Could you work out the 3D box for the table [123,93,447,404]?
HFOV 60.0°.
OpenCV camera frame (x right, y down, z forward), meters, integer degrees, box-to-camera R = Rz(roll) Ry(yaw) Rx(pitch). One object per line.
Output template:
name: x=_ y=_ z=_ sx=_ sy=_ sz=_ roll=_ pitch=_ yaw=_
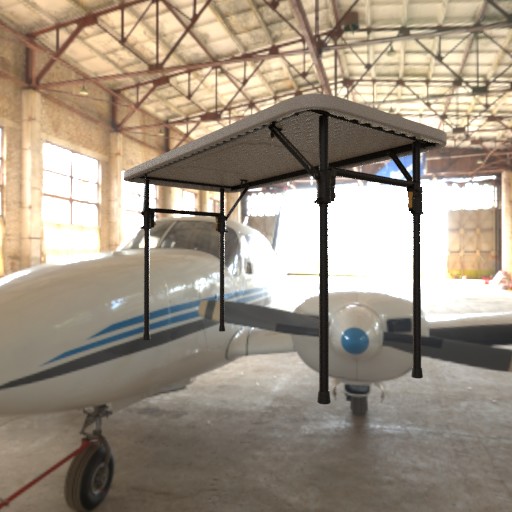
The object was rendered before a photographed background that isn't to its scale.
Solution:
table: x=0.000 y=0.000 z=1.640 sx=0.610 sy=0.729 sz=1.219 roll=0 pitch=-1 yaw=-37
